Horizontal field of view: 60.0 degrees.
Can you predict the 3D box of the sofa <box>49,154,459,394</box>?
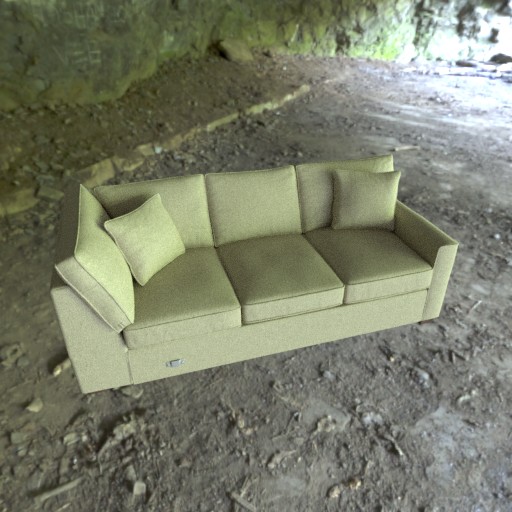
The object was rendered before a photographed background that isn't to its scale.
[{"bbox_3d":[0.000,0.000,2.889,2.323,0.948,1.053,-9,32,-15],"label":"sofa"}]
